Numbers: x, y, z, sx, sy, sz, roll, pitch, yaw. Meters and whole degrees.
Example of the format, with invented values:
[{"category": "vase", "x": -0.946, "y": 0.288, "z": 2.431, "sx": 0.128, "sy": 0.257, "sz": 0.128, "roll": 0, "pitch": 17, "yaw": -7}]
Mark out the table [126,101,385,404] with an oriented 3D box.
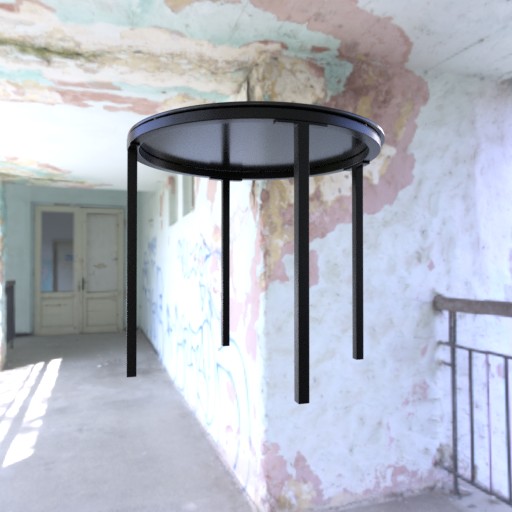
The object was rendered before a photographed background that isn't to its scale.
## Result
[{"category": "table", "x": 0.000, "y": 0.000, "z": 0.889, "sx": 0.499, "sy": 0.443, "sz": 0.499, "roll": 0, "pitch": -1, "yaw": 0}]
